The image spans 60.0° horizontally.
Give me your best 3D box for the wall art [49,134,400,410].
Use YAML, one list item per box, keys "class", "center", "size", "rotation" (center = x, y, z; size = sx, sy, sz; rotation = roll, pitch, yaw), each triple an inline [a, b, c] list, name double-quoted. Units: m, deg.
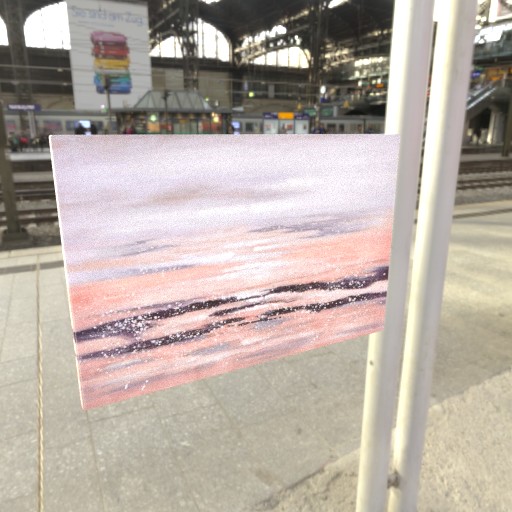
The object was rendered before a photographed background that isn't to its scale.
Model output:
- class: "wall art"
  center: [0.000, 0.000, 1.153]
  size: [0.913, 0.609, 0.038]
  rotation: [-8, 18, -27]
